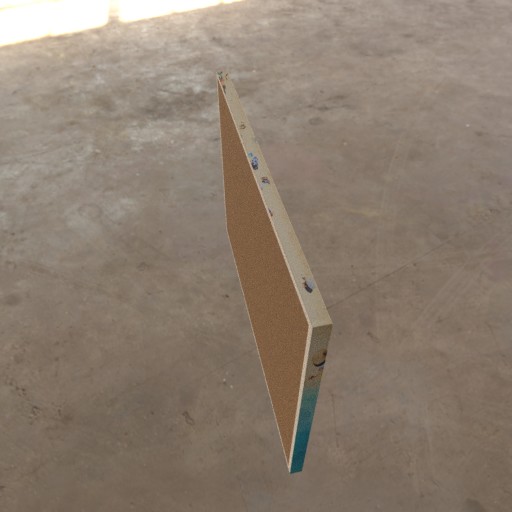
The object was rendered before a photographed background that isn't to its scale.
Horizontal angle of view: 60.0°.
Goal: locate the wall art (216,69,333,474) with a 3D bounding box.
[{"bbox_3d":[0.000,0.000,1.471,0.040,0.769,1.136,-9,46,-9],"label":"wall art"}]
